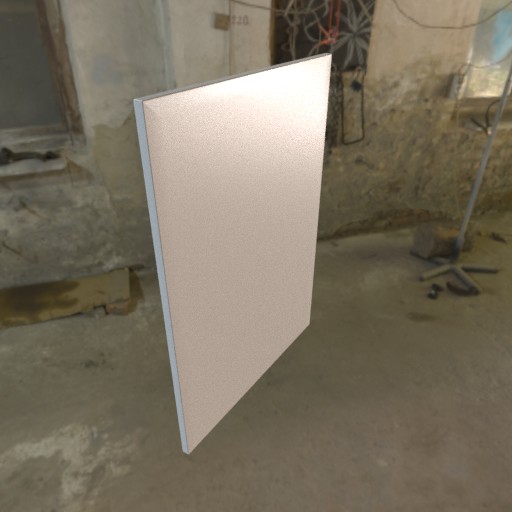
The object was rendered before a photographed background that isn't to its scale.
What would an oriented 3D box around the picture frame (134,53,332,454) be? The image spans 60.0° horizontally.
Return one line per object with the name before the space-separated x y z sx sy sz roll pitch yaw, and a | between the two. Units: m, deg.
picture frame | 0.000 0.000 0.684 0.012 0.534 0.381 21 37 30
